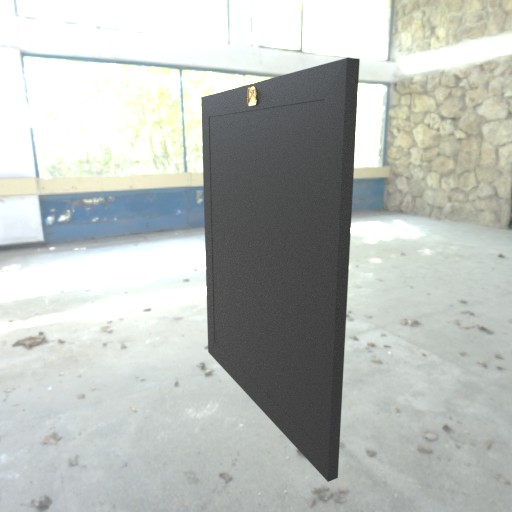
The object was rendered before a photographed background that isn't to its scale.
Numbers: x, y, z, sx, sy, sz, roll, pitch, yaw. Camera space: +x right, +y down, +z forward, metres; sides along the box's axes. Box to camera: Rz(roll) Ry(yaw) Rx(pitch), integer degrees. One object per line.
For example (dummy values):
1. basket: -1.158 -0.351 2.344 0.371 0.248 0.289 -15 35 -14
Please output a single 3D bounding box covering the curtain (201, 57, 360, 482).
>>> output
1. curtain: 0.000 0.000 0.799 0.027 0.585 0.483 -7 16 -27
